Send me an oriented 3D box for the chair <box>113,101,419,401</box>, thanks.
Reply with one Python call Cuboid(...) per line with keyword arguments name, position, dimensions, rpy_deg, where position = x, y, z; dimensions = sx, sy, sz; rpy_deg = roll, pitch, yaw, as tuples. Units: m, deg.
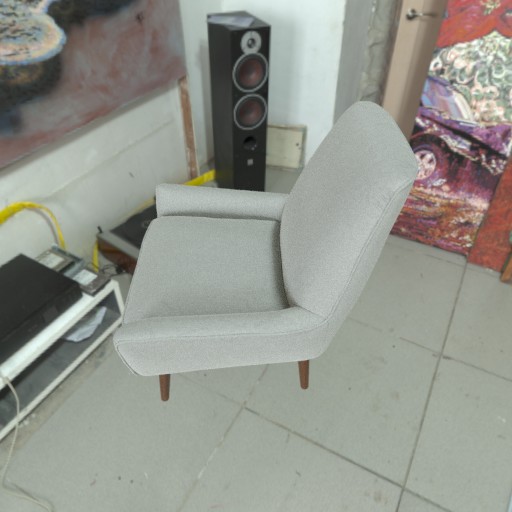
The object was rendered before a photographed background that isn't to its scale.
Cuboid(name="chair", position=(0.000, 0.000, 1.489), dimensions=(0.822, 0.888, 0.787), rpy_deg=(-1, 41, -1))
